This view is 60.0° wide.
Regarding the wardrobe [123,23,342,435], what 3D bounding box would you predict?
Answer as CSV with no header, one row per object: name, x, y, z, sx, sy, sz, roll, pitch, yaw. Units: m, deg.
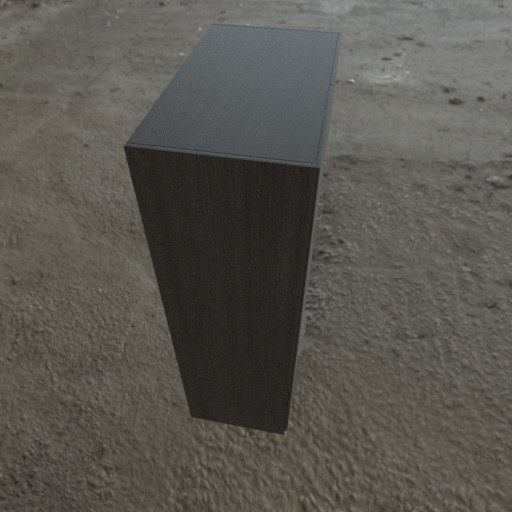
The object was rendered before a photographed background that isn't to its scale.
wardrobe,0.000,0.000,2.211,0.577,1.808,0.991,8,47,8
